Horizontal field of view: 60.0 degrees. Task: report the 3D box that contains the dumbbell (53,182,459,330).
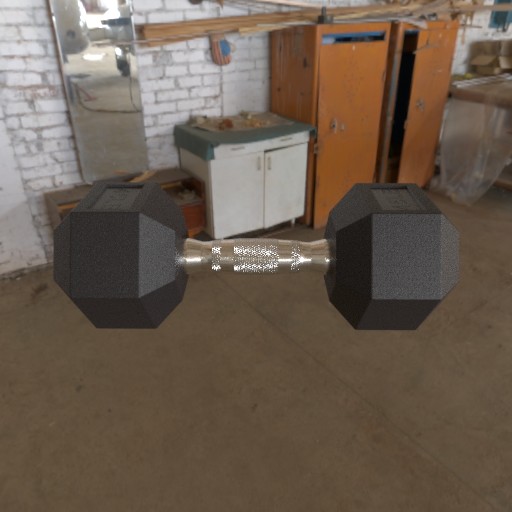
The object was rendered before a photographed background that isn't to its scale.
[{"bbox_3d":[0.000,0.000,0.426,0.356,0.123,0.141,0,30,0],"label":"dumbbell"}]
